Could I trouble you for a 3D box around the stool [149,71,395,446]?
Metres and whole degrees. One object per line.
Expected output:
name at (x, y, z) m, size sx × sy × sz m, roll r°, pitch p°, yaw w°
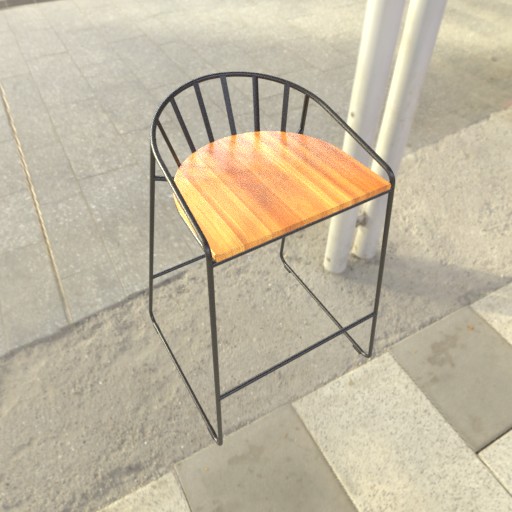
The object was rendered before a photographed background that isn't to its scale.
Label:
stool at (0.000, 0.000, 1.183) m, size 0.546 × 0.812 × 0.521 m, roll -23°, pitch 51°, yaw -21°
